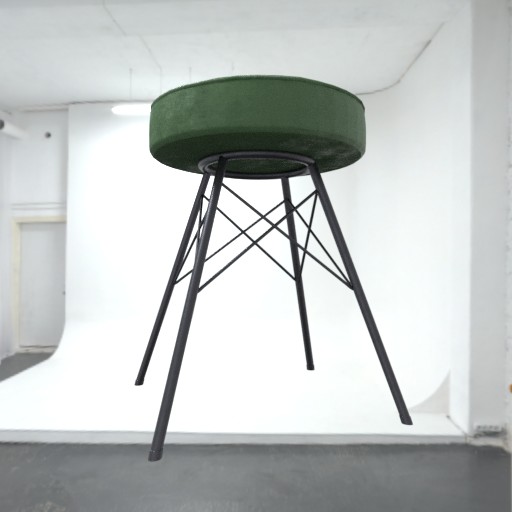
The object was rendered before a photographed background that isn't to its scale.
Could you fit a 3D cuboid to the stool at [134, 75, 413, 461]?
[{"bbox_3d":[0.000,0.000,0.899,0.457,0.595,0.430,0,0,-18],"label":"stool"}]
